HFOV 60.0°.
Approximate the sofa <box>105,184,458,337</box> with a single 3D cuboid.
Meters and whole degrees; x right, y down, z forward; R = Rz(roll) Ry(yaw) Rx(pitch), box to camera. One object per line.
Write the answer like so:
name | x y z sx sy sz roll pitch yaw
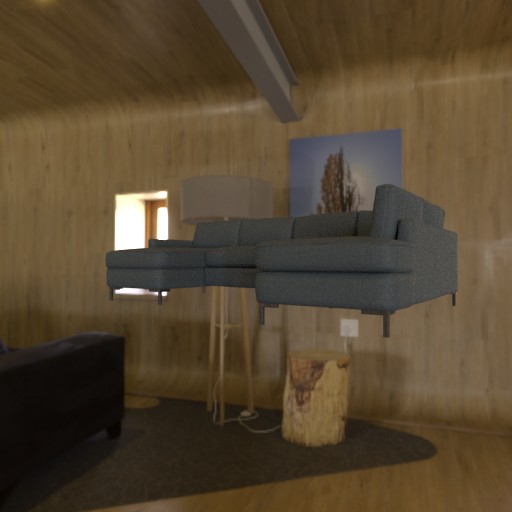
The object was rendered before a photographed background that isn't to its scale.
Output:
sofa | 0.000 0.000 3.823 2.975 0.858 1.984 0 -1 34
